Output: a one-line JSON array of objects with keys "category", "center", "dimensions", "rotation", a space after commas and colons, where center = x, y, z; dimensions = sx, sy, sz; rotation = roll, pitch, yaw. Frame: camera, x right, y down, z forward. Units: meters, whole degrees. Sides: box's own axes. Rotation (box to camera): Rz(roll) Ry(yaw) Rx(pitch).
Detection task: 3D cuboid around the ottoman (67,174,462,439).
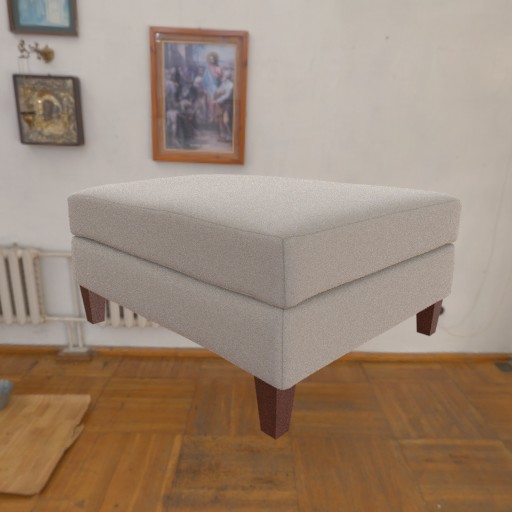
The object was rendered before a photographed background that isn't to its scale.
[{"category": "ottoman", "center": [0.000, 0.000, 1.435], "dimensions": [0.836, 0.492, 0.976], "rotation": [-14, 20, -43]}]
